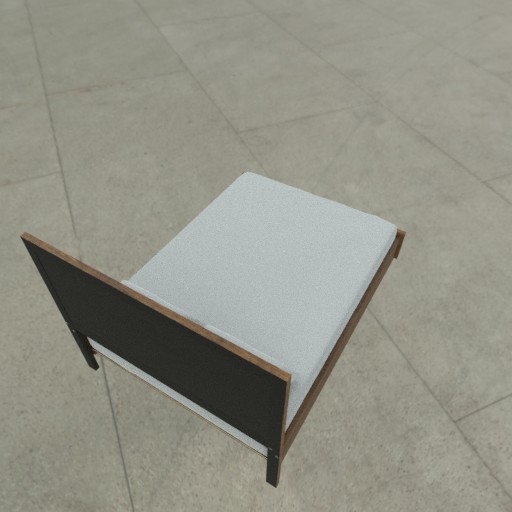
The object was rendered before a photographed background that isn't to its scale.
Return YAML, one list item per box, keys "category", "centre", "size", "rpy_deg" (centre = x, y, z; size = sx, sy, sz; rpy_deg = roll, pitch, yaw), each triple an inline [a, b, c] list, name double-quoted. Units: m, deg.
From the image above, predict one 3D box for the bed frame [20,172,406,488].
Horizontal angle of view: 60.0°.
- category: "bed frame"
  centre: [0.000, 0.000, 3.341]
  size: [1.696, 1.417, 2.276]
  rpy_deg: [24, 51, 21]
